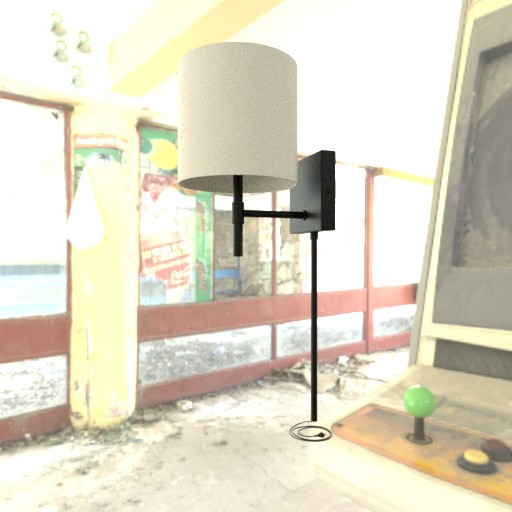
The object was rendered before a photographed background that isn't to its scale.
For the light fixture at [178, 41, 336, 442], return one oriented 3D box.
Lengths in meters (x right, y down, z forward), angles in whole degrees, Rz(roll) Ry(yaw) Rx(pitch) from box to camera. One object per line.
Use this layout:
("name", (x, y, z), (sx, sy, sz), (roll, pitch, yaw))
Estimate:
("light fixture", (0.000, 0.000, 0.713), (0.248, 0.589, 0.188), (0, 0, -19))
